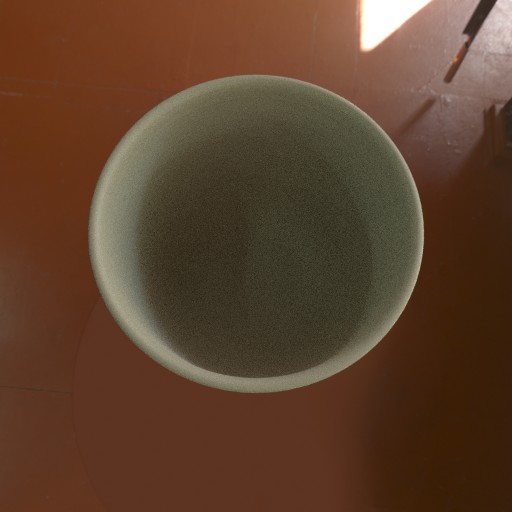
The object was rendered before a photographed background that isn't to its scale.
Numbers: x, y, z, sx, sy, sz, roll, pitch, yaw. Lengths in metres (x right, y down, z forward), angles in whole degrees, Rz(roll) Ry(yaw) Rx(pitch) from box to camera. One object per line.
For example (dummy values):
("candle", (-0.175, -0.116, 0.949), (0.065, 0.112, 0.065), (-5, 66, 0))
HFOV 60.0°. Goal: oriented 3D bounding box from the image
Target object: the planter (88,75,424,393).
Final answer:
("planter", (0.000, 0.000, 0.215), (0.124, 0.109, 0.124), (0, 75, 0))
